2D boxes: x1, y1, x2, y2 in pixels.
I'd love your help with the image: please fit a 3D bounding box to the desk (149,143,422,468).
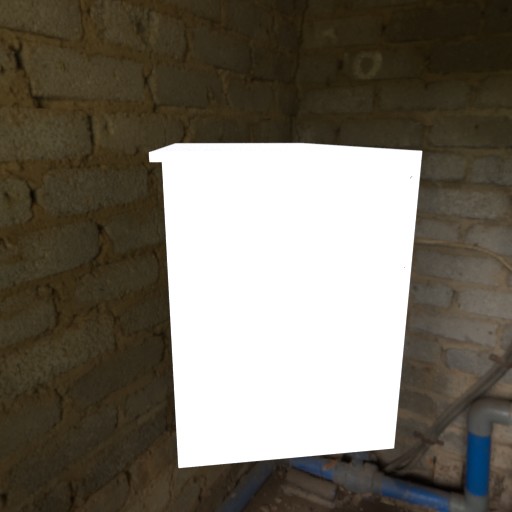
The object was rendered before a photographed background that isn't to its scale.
[{"bbox_3d":[0.000,0.000,1.514,0.560,0.730,1.100,-2,15,-7],"label":"desk"}]
